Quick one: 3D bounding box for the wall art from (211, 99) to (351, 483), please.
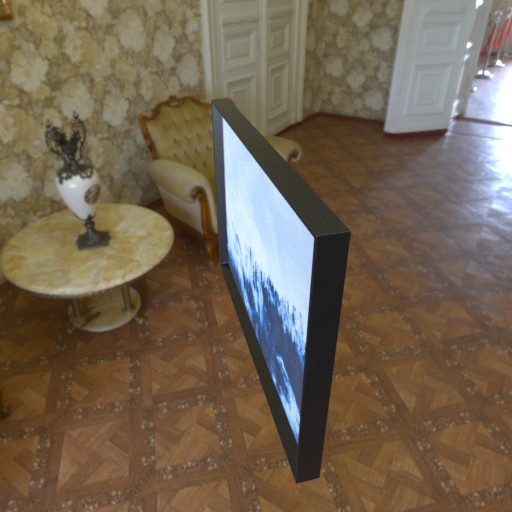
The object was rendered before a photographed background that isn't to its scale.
[{"bbox_3d":[0.000,0.000,1.225,0.058,0.640,0.939,-8,33,-12],"label":"wall art"}]
